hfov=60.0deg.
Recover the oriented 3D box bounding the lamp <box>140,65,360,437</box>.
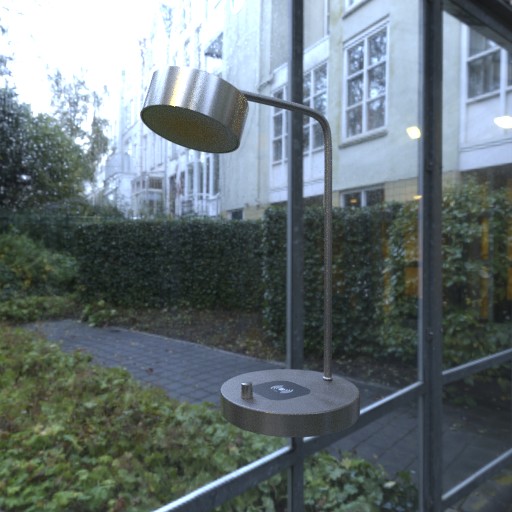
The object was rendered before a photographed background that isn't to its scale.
[{"bbox_3d":[0.000,0.000,0.641,0.334,0.469,0.211,-1,1,-34],"label":"lamp"}]
